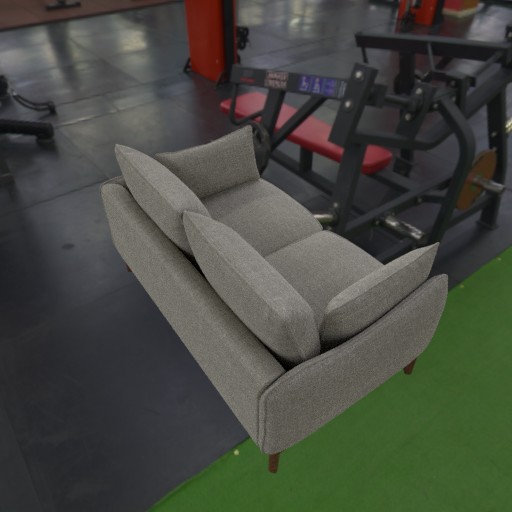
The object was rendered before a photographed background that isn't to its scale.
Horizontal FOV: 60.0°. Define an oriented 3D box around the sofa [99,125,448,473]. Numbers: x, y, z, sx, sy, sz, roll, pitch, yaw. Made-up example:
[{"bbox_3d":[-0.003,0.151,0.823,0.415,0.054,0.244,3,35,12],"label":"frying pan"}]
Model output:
[{"bbox_3d":[0.000,0.000,2.164,0.972,0.851,1.580,-25,47,-26],"label":"sofa"}]
